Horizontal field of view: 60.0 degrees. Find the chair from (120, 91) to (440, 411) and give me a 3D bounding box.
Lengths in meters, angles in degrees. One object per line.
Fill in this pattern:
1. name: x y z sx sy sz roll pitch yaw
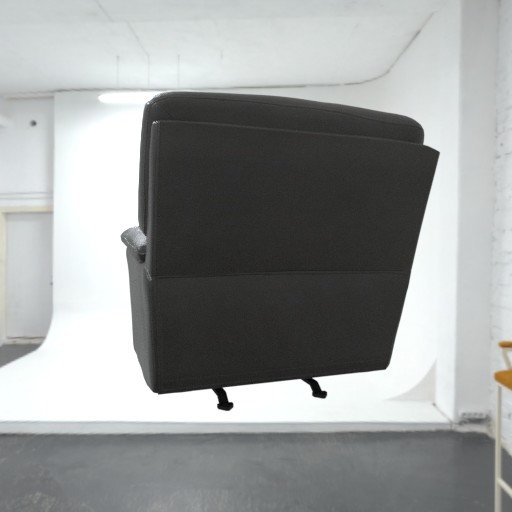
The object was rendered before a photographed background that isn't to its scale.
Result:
1. chair: 0.000 0.000 1.922 1.096 1.109 1.087 0 1 -20
